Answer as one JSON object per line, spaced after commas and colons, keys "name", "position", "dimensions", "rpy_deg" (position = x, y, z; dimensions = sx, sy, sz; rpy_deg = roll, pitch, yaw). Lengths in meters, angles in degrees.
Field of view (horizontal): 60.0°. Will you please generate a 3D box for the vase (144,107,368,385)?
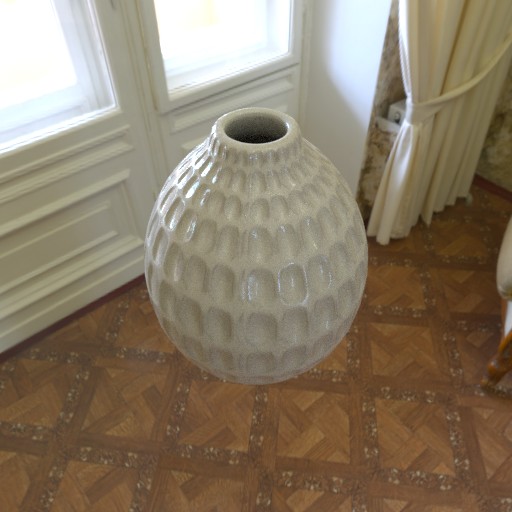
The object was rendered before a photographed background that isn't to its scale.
{"name": "vase", "position": [0.000, 0.000, 0.259], "dimensions": [0.128, 0.167, 0.128], "rpy_deg": [0, 45, 0]}
